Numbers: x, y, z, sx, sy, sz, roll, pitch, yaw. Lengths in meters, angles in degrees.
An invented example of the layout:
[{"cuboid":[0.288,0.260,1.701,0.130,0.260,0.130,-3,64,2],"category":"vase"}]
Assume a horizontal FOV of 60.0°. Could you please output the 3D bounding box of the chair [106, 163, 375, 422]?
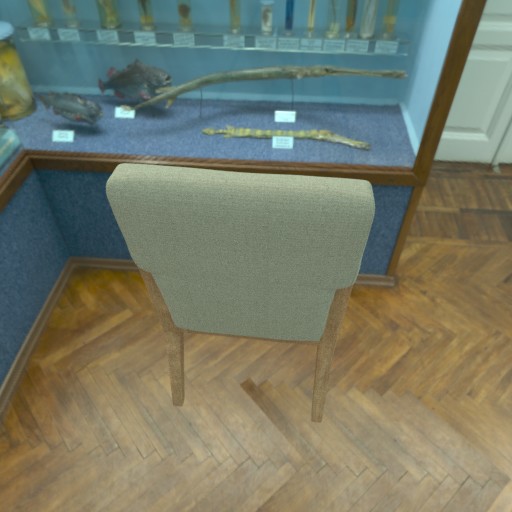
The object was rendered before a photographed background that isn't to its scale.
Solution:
[{"cuboid":[0.000,0.000,1.276,0.507,0.911,0.586,5,46,5],"category":"chair"}]
